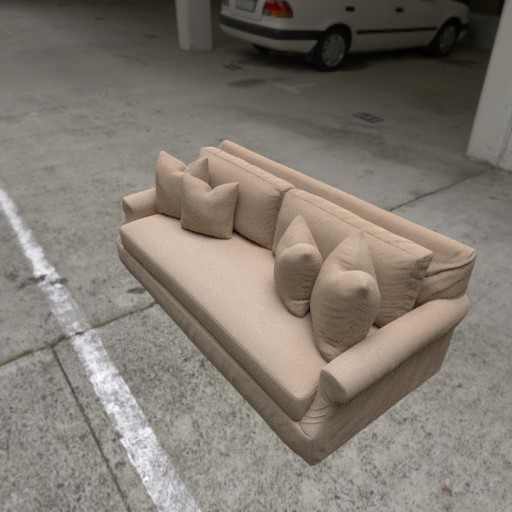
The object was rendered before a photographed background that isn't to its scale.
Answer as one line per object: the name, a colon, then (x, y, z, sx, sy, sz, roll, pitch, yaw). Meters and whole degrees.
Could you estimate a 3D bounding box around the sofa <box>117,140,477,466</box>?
sofa: (0.000, 0.000, 2.774, 1.067, 0.904, 2.285, -22, 38, -31)
